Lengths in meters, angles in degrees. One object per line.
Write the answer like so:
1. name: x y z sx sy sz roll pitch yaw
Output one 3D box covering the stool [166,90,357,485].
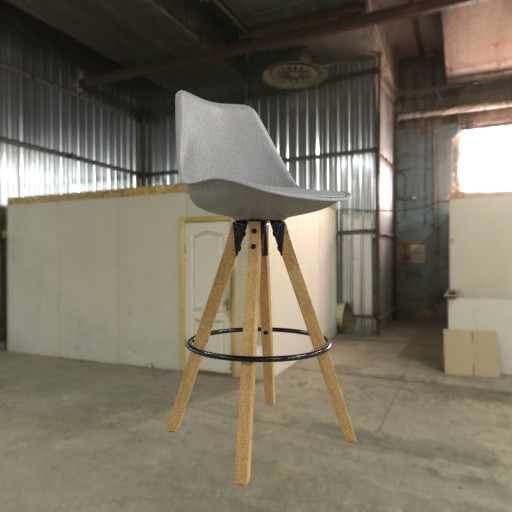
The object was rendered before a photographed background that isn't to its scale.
1. stool: 0.000 0.000 1.387 0.485 1.115 0.550 -1 1 -37
